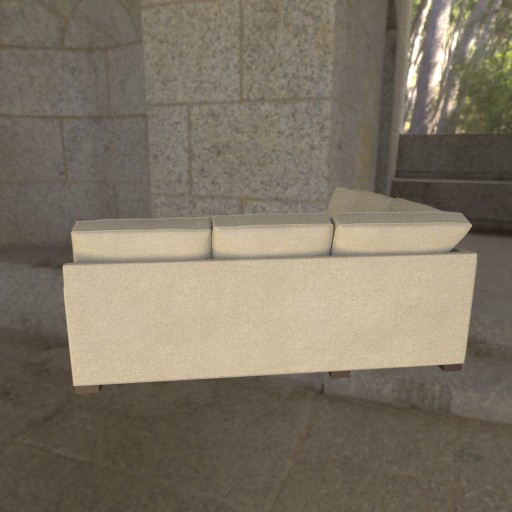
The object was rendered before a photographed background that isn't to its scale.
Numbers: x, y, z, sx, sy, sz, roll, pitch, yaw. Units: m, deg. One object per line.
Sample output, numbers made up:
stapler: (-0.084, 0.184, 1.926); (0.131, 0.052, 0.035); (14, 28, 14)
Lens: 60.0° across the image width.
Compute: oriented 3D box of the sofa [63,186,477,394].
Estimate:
sofa: (0.000, 0.000, 3.384); (2.211, 0.936, 2.188); (-2, 13, -7)
